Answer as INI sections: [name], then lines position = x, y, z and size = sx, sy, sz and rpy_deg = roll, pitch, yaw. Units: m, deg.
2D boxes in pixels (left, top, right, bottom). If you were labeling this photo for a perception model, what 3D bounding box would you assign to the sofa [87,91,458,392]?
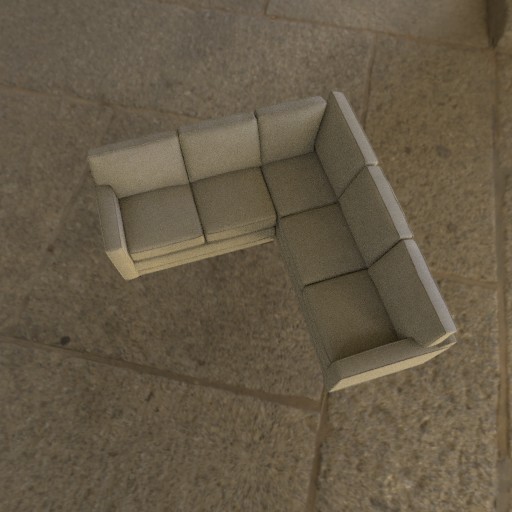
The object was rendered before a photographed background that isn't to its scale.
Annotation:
[sofa]
position = 0.000, 0.000, 3.465
size = 2.188, 0.936, 2.211
rpy_deg = -15, 66, -7
